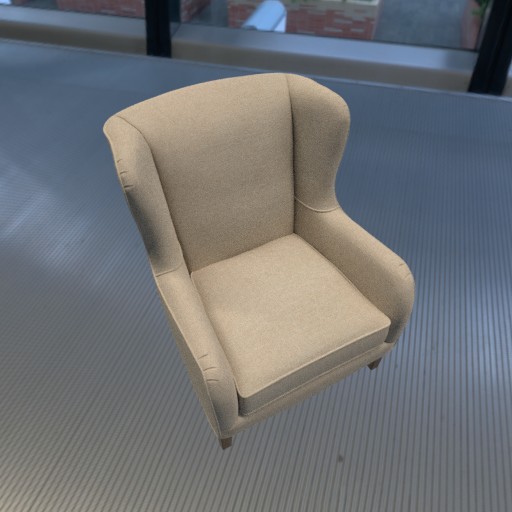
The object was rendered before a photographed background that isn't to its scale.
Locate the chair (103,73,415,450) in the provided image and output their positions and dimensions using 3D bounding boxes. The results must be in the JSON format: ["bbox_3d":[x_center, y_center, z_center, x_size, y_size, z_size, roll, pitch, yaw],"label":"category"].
[{"bbox_3d":[0.000,0.000,1.736,0.838,1.040,0.966,-21,50,-19],"label":"chair"}]
